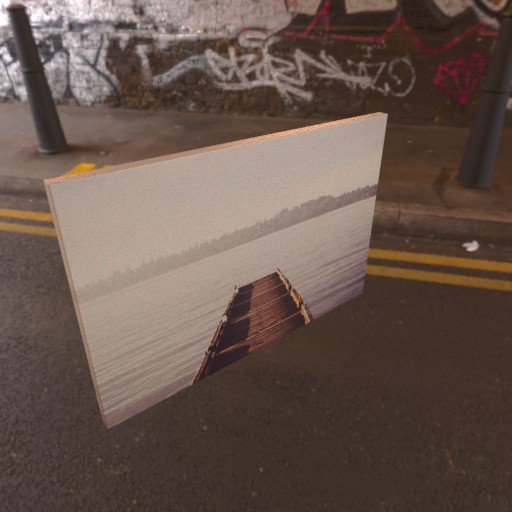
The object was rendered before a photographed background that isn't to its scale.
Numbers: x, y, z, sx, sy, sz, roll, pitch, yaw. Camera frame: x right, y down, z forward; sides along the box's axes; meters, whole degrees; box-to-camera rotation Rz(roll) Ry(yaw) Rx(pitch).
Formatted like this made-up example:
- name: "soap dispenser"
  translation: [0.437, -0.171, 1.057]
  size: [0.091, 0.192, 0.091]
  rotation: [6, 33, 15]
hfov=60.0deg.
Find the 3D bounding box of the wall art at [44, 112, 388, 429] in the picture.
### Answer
- name: "wall art"
  translation: [0.000, 0.000, 0.776]
  size: [0.615, 0.410, 0.021]
  rotation: [-21, 36, -33]
